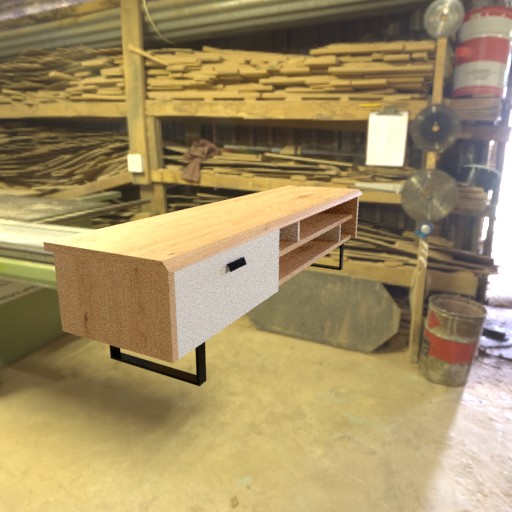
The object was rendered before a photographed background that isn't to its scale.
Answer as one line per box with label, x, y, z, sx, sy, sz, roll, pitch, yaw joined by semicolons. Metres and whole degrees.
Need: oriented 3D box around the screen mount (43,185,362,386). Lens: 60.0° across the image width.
screen mount;0.000;0.000;1.927;0.450;0.430;1.700;8;17;27
